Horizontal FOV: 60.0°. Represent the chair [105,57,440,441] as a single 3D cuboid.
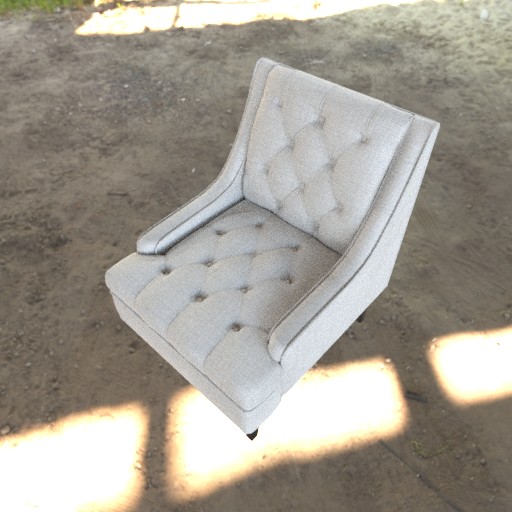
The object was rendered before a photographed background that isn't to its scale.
[{"bbox_3d":[0.000,0.000,1.428,0.658,0.891,0.772,34,55,28],"label":"chair"}]
